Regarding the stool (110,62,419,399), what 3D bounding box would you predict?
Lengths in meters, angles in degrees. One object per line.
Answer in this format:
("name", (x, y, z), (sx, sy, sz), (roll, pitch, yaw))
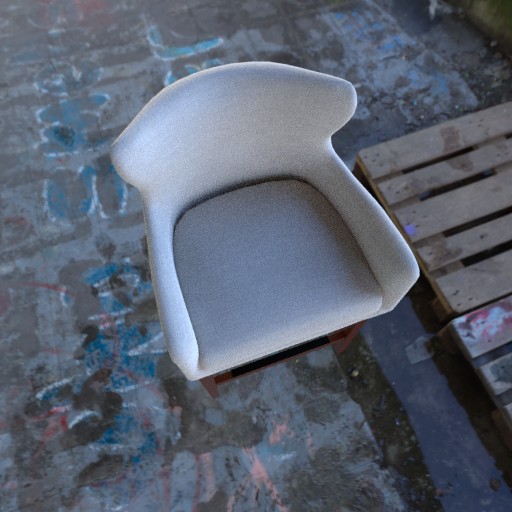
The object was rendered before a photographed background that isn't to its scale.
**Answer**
("stool", (0.000, 0.000, 1.380), (0.615, 0.987, 0.637), (-18, 65, -9))
